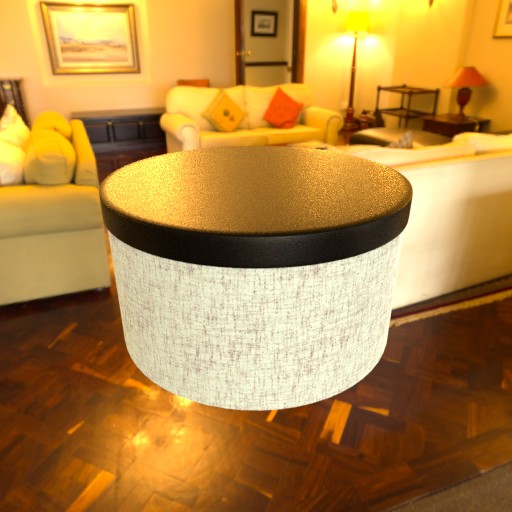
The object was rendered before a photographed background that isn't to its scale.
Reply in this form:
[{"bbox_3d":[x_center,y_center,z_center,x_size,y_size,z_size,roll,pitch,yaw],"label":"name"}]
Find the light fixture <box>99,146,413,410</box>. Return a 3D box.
[{"bbox_3d":[0.000,0.000,0.625,0.389,0.229,0.389,0,26,0],"label":"light fixture"}]
